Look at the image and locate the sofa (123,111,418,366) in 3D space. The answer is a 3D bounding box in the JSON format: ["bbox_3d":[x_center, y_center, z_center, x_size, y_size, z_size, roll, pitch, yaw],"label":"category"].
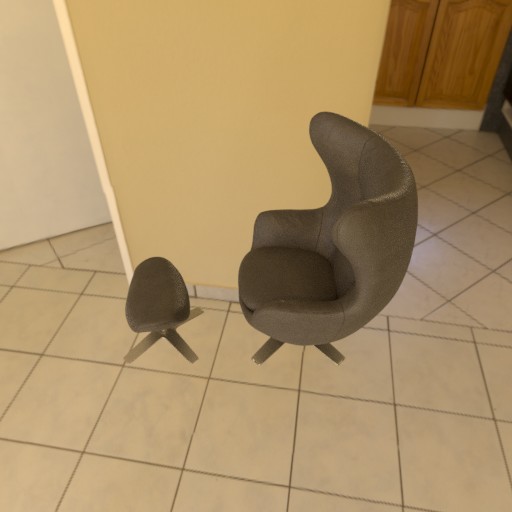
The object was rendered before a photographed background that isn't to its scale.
[{"bbox_3d":[0.000,0.000,2.194,1.444,1.135,0.894,0,41,0],"label":"sofa"}]
